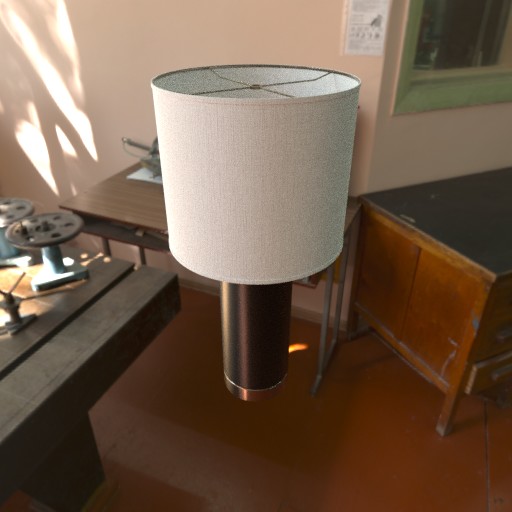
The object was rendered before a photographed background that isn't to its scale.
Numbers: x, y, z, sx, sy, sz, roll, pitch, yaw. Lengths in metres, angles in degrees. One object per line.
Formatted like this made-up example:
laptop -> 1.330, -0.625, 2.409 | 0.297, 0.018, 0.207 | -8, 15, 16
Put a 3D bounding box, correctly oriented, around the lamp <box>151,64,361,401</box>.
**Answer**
lamp -> 0.000, 0.000, 0.639 | 0.241, 0.482, 0.240 | -18, 35, -28
